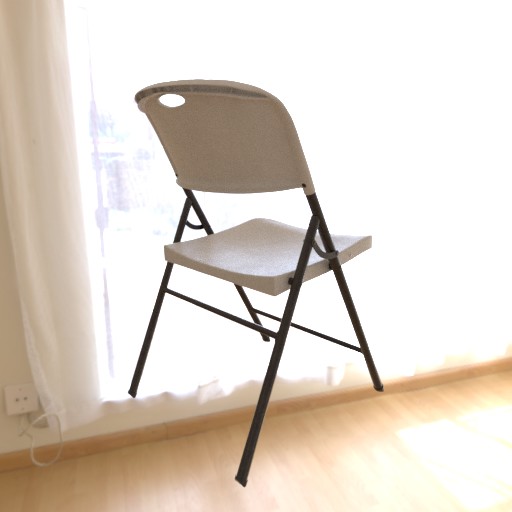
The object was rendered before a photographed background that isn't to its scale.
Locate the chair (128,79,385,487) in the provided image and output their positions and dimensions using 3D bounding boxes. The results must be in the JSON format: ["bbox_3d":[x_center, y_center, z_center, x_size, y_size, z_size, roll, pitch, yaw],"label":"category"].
[{"bbox_3d":[0.000,0.000,1.168,0.566,0.810,0.494,-13,19,-42],"label":"chair"}]
